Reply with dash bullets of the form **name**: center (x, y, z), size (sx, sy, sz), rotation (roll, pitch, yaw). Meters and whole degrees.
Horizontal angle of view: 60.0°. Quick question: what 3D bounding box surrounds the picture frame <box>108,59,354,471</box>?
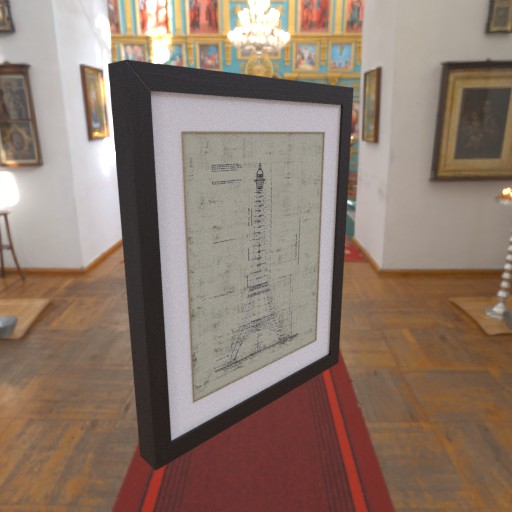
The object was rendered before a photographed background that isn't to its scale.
- **picture frame**: center (0.000, 0.000, 0.741), size (0.452, 0.555, 0.044), rotation (-15, 21, -42)
